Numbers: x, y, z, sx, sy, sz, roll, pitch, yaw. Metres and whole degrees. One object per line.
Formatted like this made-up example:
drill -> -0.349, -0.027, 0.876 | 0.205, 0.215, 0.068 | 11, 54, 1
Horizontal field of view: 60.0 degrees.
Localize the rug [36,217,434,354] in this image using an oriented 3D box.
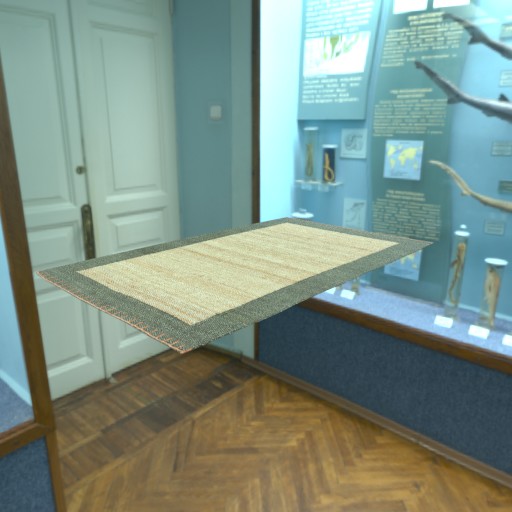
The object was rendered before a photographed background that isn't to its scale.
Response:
rug -> 0.000, 0.000, 3.071 | 1.521, 0.006, 2.435 | 15, 22, 42
